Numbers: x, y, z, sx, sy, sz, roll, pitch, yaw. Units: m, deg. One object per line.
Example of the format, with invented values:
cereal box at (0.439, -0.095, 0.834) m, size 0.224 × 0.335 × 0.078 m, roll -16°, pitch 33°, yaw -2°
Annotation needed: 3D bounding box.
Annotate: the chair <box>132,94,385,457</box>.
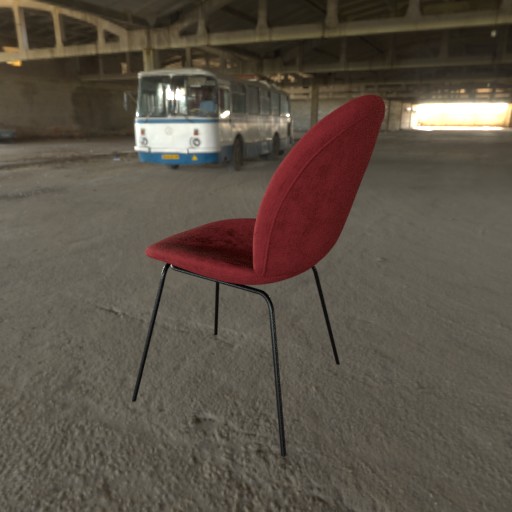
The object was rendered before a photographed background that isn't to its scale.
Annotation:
chair at (0.000, 0.000, 1.174) m, size 0.587 × 0.791 × 0.458 m, roll 8°, pitch 19°, yaw 25°
